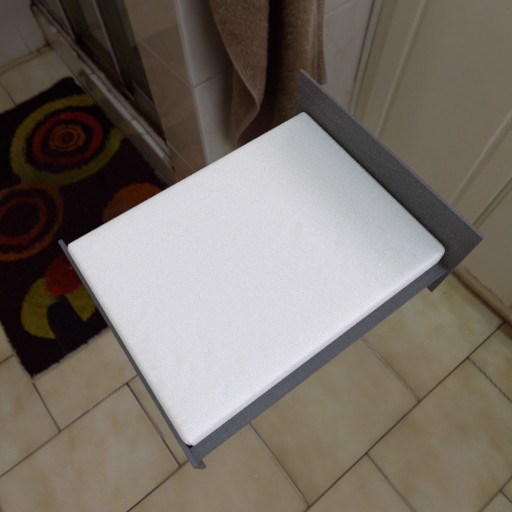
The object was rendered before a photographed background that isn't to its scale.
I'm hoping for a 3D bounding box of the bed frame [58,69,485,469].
[{"bbox_3d":[0.000,0.000,2.848,1.960,0.800,1.622,-33,68,-15],"label":"bed frame"}]
